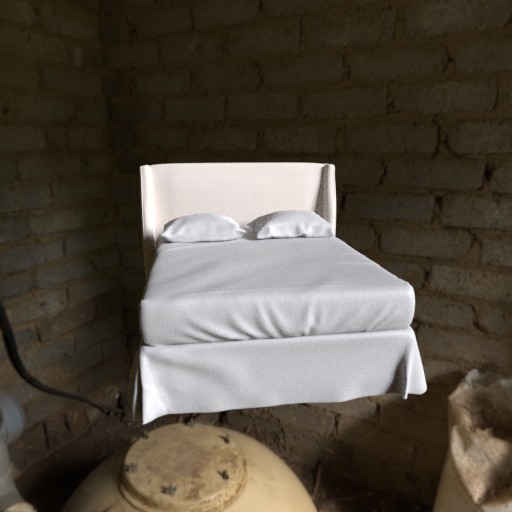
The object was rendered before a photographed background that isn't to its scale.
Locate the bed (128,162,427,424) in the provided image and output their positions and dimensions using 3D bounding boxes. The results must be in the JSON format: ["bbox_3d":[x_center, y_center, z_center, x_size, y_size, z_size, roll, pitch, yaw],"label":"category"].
[{"bbox_3d":[0.000,0.000,3.498,1.925,1.332,2.276,-2,15,-8],"label":"bed"}]
